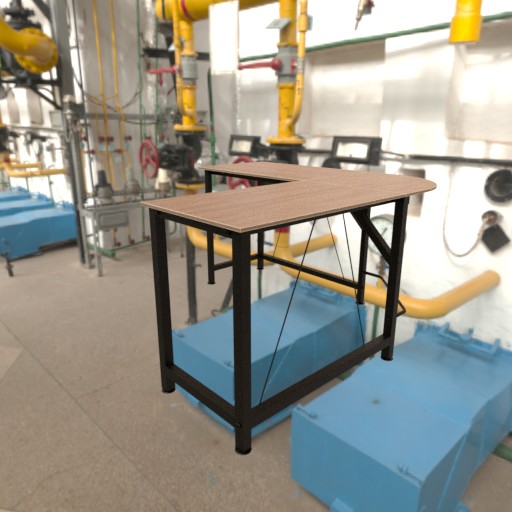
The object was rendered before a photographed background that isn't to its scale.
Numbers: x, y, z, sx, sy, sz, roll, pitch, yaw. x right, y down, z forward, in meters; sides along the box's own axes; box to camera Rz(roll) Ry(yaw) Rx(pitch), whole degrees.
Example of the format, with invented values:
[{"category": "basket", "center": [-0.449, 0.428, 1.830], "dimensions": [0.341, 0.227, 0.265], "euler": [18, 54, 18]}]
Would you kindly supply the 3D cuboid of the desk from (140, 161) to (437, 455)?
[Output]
[{"category": "desk", "center": [0.000, 0.000, 2.239], "dimensions": [1.400, 0.762, 1.400], "euler": [-15, 23, -40]}]
